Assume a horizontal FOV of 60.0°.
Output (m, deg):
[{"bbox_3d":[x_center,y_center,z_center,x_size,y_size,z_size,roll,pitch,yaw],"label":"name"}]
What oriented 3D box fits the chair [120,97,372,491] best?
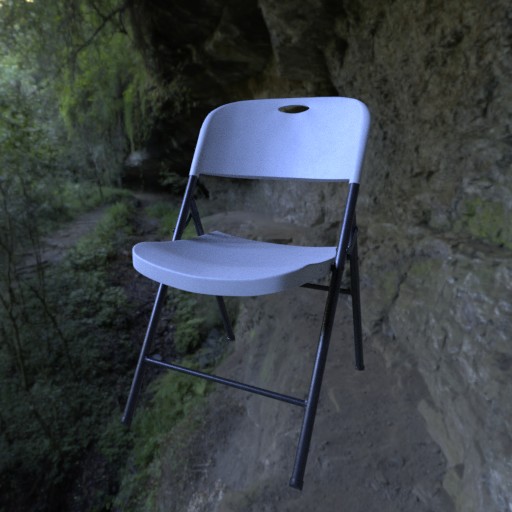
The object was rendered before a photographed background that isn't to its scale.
[{"bbox_3d":[0.000,0.000,1.151,0.494,0.810,0.566,8,17,26],"label":"chair"}]
